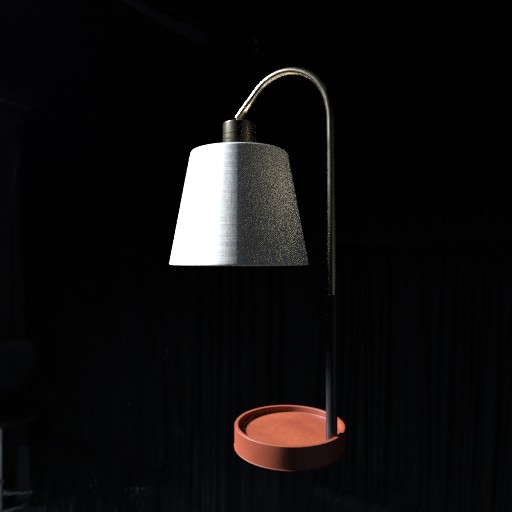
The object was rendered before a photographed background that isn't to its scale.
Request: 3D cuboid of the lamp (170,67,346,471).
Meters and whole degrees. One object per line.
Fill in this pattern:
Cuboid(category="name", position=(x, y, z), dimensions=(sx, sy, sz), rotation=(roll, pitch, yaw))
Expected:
Cuboid(category="lamp", position=(0.000, 0.000, 0.663), dimensions=(0.273, 0.536, 0.211), rotation=(0, 0, 36))
